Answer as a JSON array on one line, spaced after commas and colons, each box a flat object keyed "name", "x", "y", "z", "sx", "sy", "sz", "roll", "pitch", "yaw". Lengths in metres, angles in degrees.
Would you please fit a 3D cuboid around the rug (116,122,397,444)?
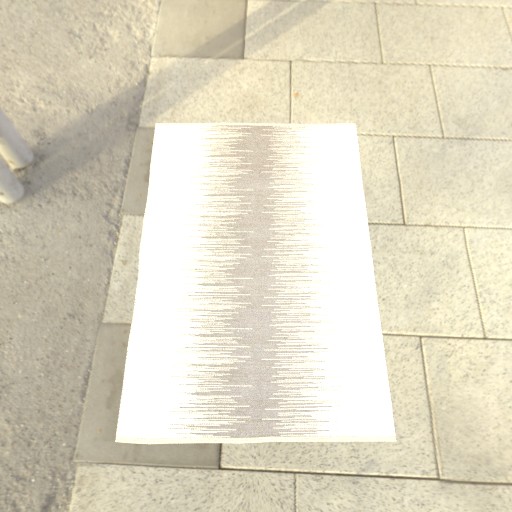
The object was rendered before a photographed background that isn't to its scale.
[{"name": "rug", "x": 0.000, "y": 0.000, "z": 2.322, "sx": 1.226, "sy": 0.007, "sz": 1.815, "roll": 0, "pitch": 64, "yaw": 0}]
